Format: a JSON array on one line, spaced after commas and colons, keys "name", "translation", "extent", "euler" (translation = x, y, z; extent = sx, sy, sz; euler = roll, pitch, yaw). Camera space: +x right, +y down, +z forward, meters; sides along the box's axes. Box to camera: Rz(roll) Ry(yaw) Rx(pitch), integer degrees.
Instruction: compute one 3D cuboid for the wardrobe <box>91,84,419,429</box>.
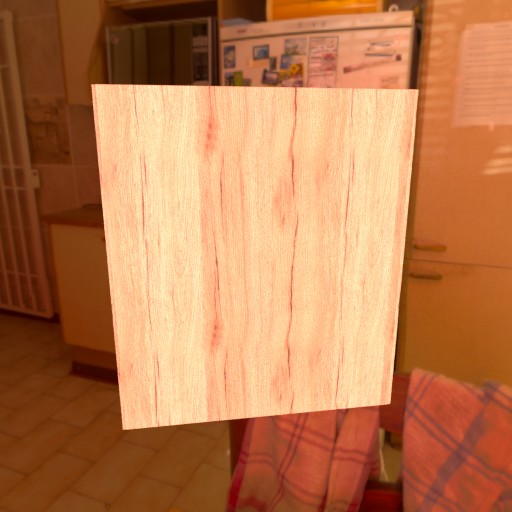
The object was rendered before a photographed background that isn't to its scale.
[{"name": "wardrobe", "translation": [0.000, 0.000, 2.969], "extent": [1.810, 2.070, 0.580], "euler": [-2, 16, -9]}]
